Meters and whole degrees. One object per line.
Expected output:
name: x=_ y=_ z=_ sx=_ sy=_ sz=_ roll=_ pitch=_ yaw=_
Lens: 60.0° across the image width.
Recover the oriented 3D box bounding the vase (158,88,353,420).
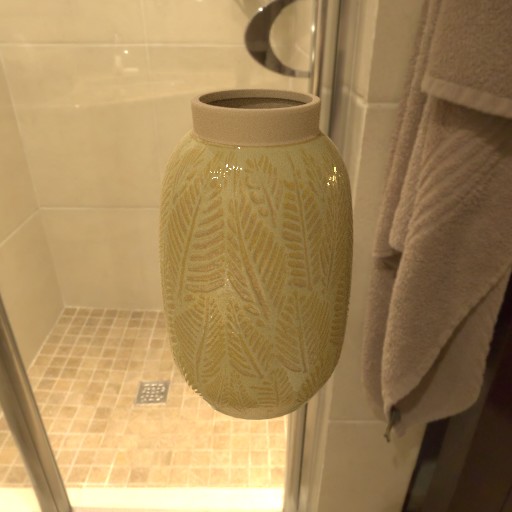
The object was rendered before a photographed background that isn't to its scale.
vase: x=0.000 y=0.000 z=0.396 sx=0.172 sy=0.270 sz=0.172 roll=0 pitch=29 yaw=0
